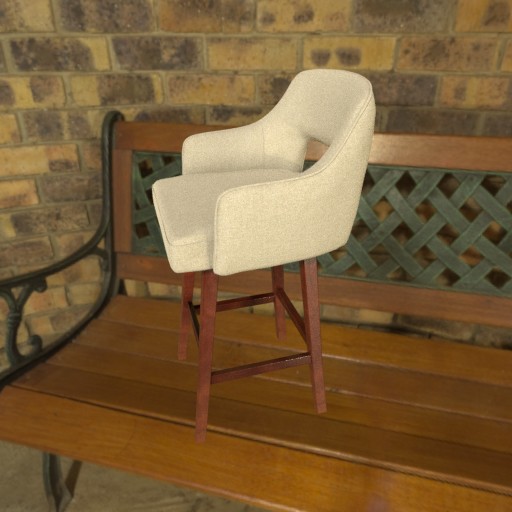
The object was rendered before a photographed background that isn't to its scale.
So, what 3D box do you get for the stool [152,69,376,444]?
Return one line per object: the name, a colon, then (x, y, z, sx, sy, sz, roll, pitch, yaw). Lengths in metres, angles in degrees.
stool: (0.000, 0.000, 1.372, 0.560, 1.041, 0.550, -8, 30, -15)
